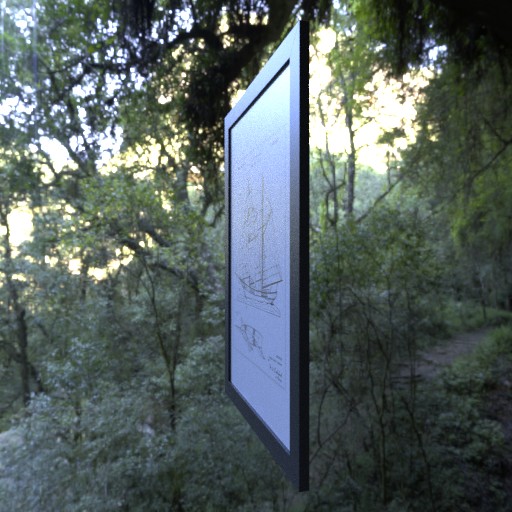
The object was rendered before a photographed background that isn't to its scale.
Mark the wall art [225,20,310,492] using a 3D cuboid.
[{"bbox_3d":[0.000,0.000,0.684,0.013,0.534,0.381,0,0,-17],"label":"wall art"}]
